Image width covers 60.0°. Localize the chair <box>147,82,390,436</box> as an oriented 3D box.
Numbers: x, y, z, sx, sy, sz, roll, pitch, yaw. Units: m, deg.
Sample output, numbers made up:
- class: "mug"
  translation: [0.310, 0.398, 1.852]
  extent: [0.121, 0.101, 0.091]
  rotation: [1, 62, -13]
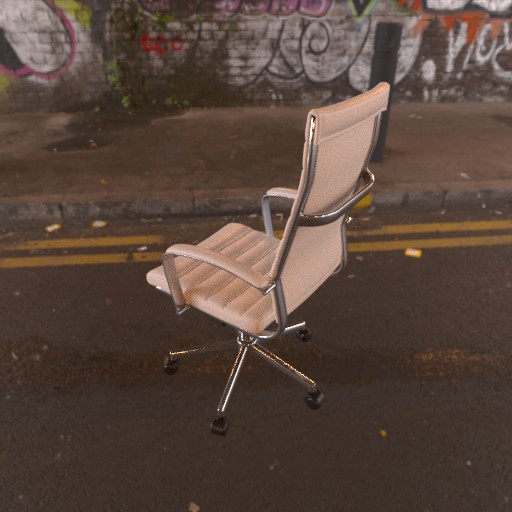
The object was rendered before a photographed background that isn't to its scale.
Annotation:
- class: "chair"
  translation: [0.000, 0.000, 1.548]
  extent: [0.679, 1.149, 0.679]
  rotation: [20, 36, 29]
